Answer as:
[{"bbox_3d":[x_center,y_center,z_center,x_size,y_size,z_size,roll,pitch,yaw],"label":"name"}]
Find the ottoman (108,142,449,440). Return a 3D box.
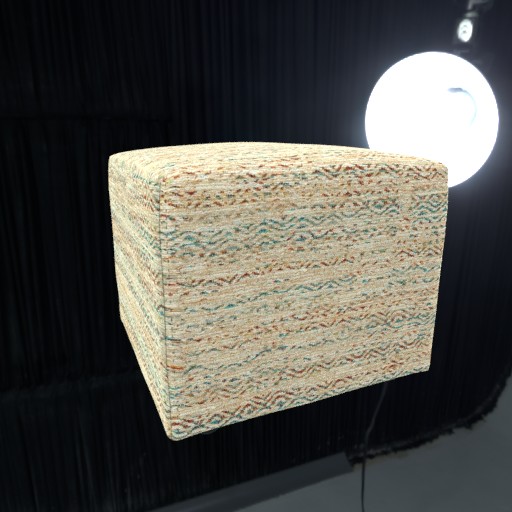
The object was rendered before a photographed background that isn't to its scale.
[{"bbox_3d":[0.000,0.000,0.918,0.512,0.453,0.521,-7,17,-23],"label":"ottoman"}]
